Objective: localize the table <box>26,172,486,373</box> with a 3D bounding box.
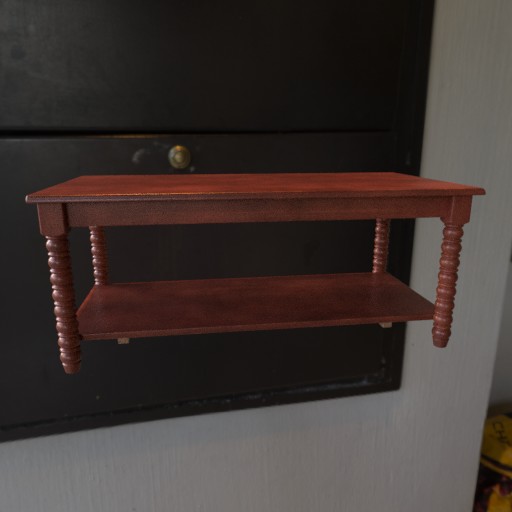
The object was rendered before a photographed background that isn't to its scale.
[{"bbox_3d":[0.000,0.000,1.445,1.171,0.485,0.580,-2,15,-8],"label":"table"}]
